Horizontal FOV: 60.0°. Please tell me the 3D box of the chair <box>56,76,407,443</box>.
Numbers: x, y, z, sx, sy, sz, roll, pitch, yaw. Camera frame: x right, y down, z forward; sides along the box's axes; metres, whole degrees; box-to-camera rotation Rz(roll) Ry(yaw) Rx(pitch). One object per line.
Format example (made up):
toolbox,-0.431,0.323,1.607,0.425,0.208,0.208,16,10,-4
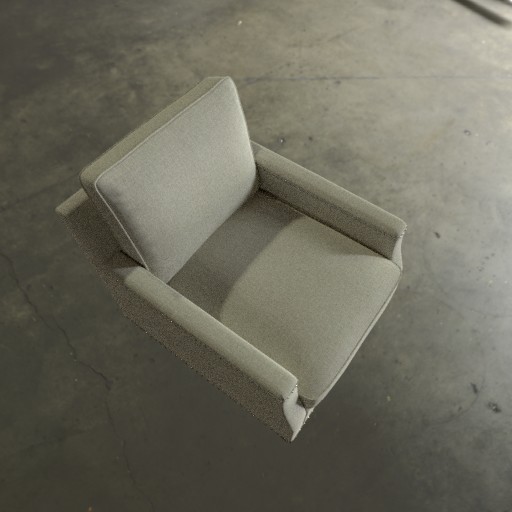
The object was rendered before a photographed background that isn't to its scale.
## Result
chair,0.000,0.000,1.729,1.014,0.943,0.853,32,62,19
